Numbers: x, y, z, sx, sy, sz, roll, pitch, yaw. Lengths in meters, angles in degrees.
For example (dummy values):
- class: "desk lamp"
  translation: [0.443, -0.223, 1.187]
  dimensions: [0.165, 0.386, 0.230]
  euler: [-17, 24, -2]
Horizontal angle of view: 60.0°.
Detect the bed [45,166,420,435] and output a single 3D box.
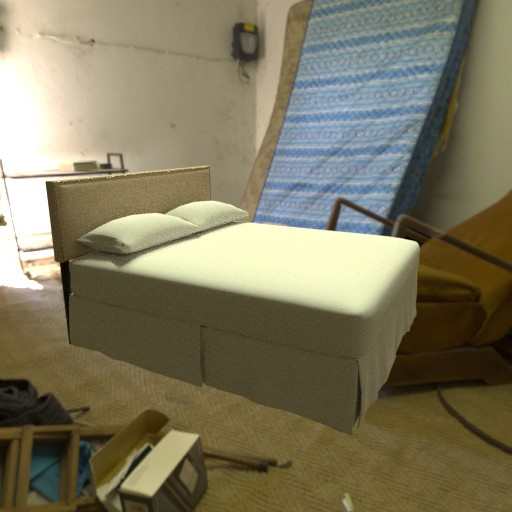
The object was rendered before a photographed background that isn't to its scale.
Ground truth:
- class: "bed"
  translation: [0.000, 0.000, 2.879]
  dimensions: [1.876, 1.016, 1.616]
  euler: [8, 17, 27]
